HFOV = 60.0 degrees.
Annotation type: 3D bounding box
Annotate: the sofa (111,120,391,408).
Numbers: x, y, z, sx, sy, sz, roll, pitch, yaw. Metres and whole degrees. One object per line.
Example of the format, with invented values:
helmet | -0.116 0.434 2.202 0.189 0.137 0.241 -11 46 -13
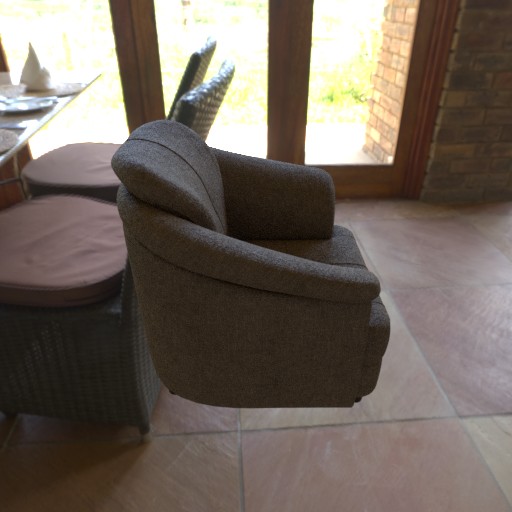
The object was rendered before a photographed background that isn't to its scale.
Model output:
sofa | 0.000 0.000 1.505 0.794 0.811 0.870 -1 31 -1
